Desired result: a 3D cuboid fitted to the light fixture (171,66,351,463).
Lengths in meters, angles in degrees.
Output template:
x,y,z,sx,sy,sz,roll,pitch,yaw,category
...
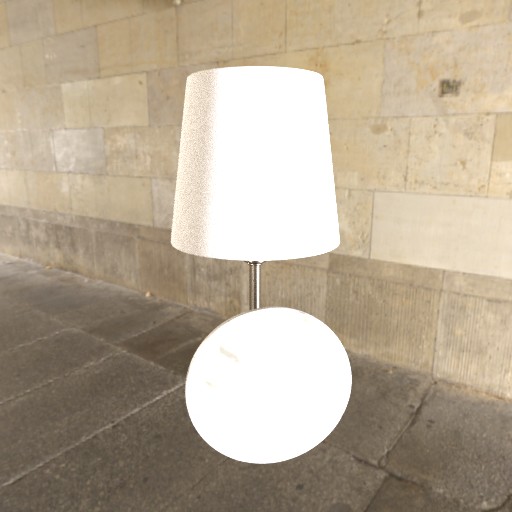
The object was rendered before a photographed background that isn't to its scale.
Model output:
x,y,z,sx,sy,sz,roll,pitch,yaw,category
0.000,0.000,0.446,0.168,0.337,0.188,-2,14,-7,light fixture
